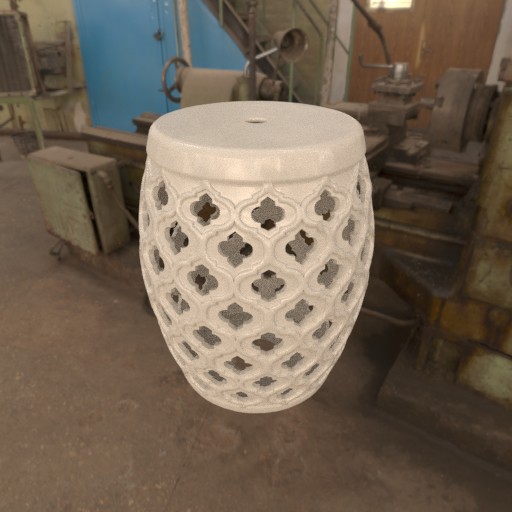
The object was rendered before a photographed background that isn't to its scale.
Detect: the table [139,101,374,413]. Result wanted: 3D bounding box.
[{"bbox_3d":[0.000,0.000,0.645,0.325,0.388,0.325,0,30,0],"label":"table"}]
